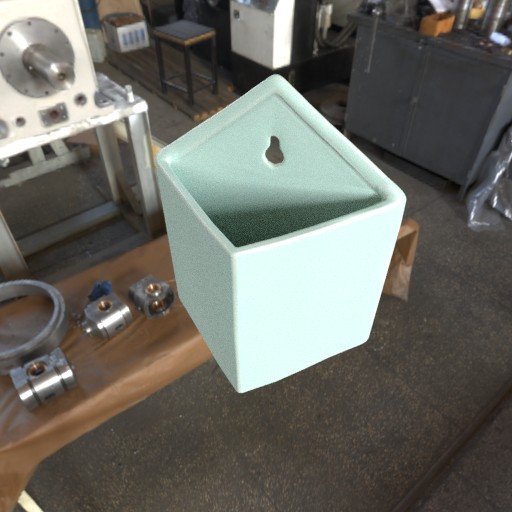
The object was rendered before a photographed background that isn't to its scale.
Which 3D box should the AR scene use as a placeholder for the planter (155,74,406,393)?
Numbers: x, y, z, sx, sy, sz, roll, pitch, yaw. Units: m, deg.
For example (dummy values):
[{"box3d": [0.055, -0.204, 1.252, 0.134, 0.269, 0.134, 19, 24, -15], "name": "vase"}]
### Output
[{"box3d": [0.000, 0.000, 0.277, 0.164, 0.197, 0.079, 12, 44, 13], "name": "planter"}]
